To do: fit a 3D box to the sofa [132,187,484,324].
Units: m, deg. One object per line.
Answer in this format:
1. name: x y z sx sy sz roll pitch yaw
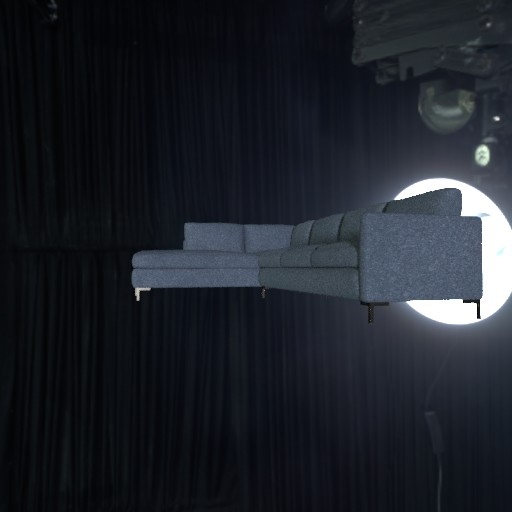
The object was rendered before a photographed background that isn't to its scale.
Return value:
1. sofa: 0.000 0.000 3.757 2.007 0.815 2.949 0 -2 -16
